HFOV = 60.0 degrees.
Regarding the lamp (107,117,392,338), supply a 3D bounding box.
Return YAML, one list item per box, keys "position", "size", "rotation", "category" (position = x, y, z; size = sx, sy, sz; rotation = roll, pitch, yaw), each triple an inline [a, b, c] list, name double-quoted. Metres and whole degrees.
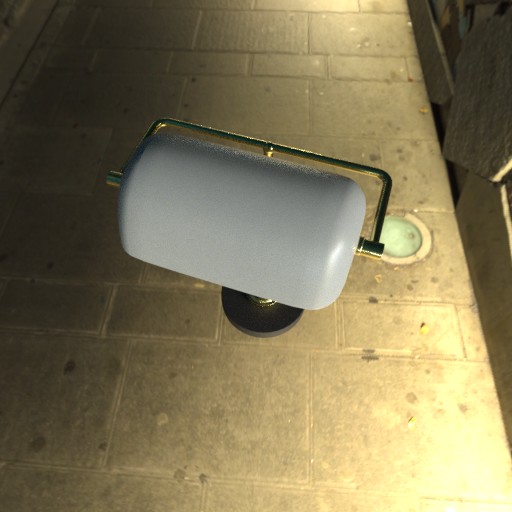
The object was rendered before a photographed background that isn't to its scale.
- position: [0.000, 0.000, 0.567]
  size: [0.269, 0.404, 0.227]
  rotation: [16, 60, 10]
  category: "lamp"
